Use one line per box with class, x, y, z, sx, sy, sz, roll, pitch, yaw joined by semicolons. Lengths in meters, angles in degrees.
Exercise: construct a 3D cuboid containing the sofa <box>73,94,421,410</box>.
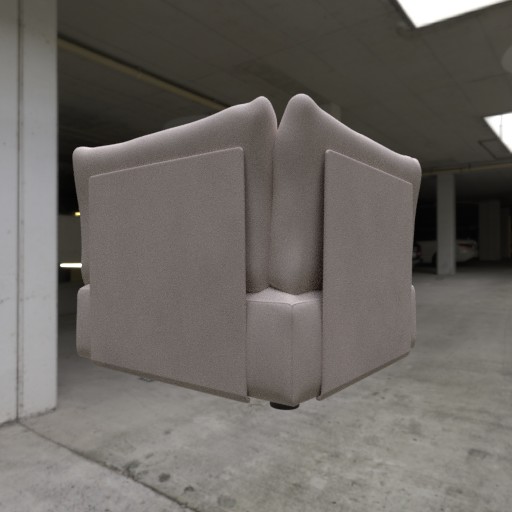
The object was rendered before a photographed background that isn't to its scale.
sofa;0.000;0.000;1.743;1.000;0.820;1.000;0;-1;37
